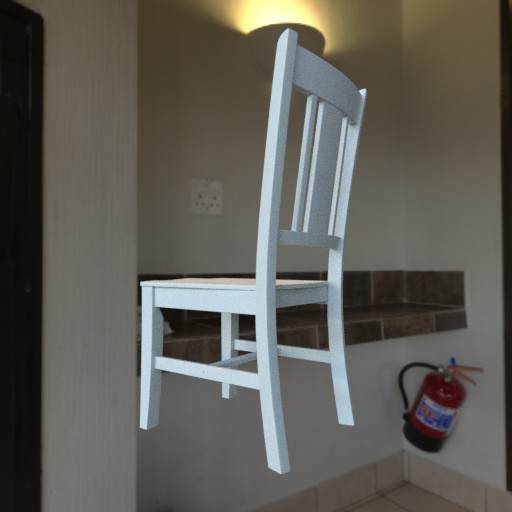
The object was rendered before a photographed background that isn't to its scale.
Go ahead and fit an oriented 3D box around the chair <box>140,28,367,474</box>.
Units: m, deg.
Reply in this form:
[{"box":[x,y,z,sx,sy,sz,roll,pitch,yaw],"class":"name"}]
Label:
[{"box":[0.000,0.000,1.302,0.555,0.998,0.450,-1,-1,36],"class":"chair"}]
